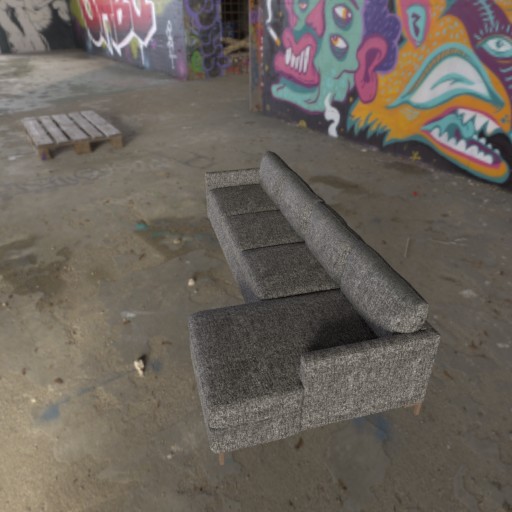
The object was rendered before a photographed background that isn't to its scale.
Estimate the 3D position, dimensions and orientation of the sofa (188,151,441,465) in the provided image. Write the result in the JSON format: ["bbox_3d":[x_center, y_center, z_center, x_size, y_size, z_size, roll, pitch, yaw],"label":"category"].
[{"bbox_3d":[0.000,0.000,4.087,1.488,0.970,3.384,-8,31,-13],"label":"sofa"}]
